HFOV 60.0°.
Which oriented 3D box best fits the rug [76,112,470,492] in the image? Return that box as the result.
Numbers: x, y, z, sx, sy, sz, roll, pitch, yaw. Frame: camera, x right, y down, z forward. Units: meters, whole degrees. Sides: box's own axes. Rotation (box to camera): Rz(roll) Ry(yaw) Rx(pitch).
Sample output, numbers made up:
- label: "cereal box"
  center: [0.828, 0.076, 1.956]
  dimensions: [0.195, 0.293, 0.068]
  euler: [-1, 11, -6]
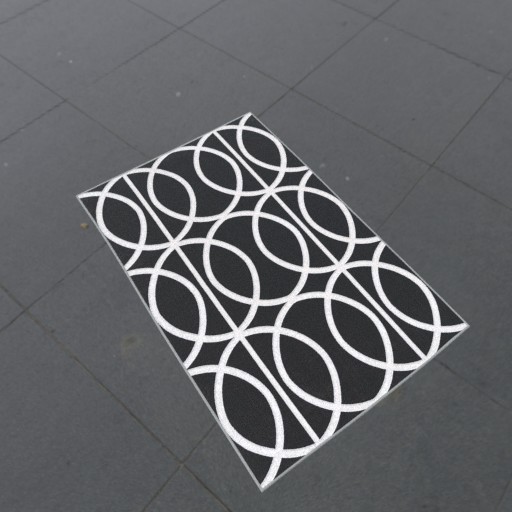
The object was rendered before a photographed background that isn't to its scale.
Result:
- label: "rug"
  center: [0.000, 0.000, 2.887]
  dimensions: [1.526, 0.014, 2.290]
  euler: [-31, 64, -17]
